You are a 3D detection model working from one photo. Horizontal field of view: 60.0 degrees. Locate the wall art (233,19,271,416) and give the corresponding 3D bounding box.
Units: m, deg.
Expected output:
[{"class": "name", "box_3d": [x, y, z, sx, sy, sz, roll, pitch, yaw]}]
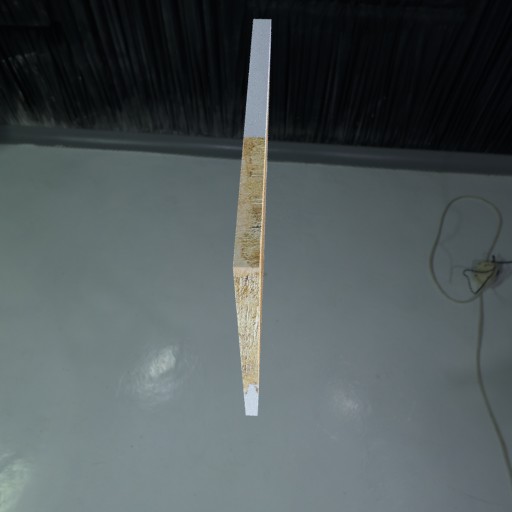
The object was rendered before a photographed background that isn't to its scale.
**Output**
[{"class": "wall art", "box_3d": [0.000, 0.000, 1.159, 0.039, 0.911, 0.607, 2, 58, 1]}]
